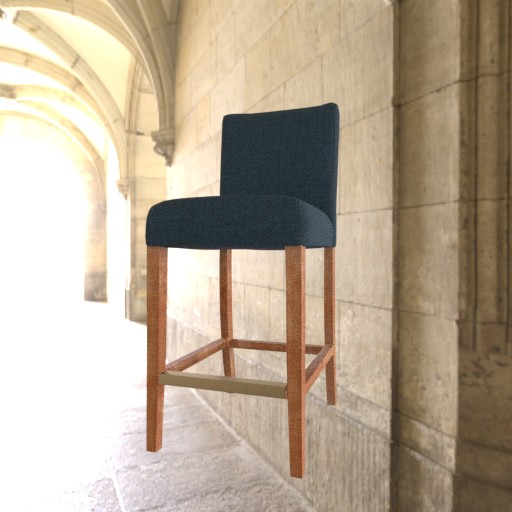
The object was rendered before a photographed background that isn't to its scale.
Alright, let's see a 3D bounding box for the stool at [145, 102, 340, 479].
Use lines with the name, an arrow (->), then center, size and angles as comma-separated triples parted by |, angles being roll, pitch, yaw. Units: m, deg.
stool -> 0.000, 0.000, 1.357 | 0.454, 1.039, 0.567 | 0, 1, 20
